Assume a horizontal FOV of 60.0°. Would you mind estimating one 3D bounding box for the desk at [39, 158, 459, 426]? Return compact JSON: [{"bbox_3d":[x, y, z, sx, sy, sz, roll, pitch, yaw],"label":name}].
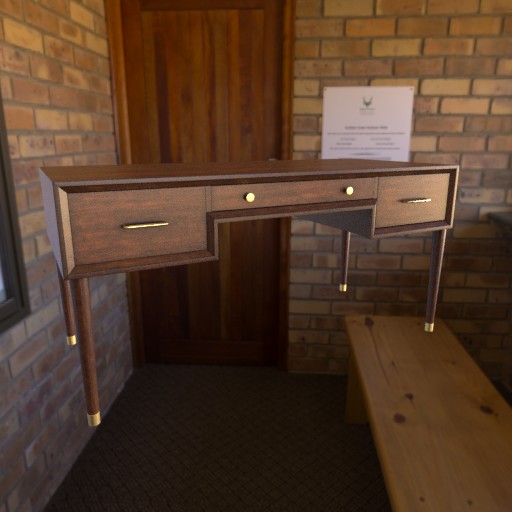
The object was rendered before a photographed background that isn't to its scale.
[{"bbox_3d":[0.000,0.000,1.911,1.575,0.762,0.724,-8,17,-27],"label":"desk"}]
